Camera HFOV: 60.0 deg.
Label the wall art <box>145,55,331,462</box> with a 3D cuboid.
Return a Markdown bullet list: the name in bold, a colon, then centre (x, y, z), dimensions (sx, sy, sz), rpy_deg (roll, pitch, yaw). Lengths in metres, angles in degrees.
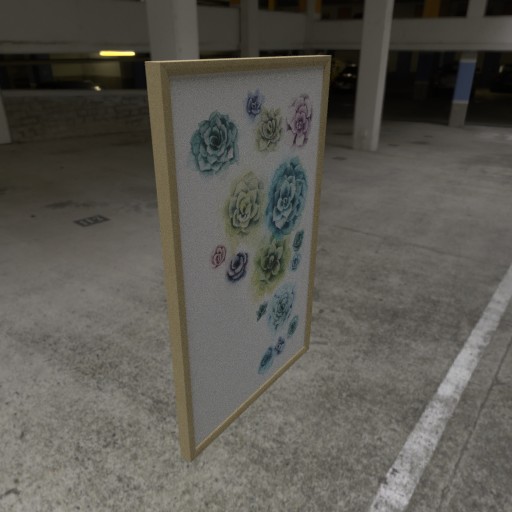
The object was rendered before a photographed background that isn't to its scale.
- **wall art**: centre (0.000, 0.000, 0.992), dimensions (0.039, 0.810, 0.510), rpy_deg (18, 31, 33)
